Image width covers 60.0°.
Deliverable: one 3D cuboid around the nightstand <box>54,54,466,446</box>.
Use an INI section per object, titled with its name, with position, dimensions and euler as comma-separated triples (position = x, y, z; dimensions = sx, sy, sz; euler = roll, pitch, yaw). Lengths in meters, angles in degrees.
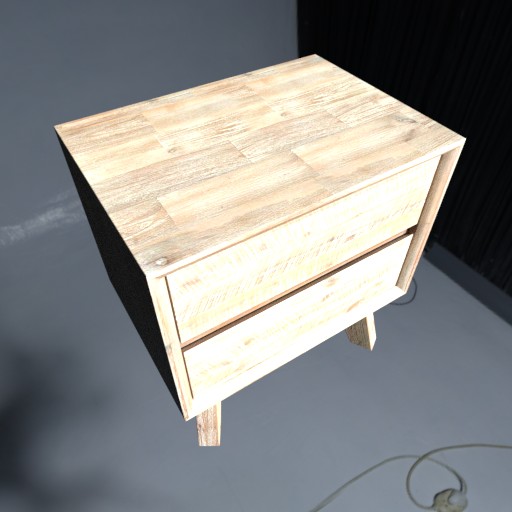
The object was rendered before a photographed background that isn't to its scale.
[nightstand]
position = 0.000, 0.000, 0.941
dimensions = 0.552, 0.589, 0.396
euler = -25, 51, -22
